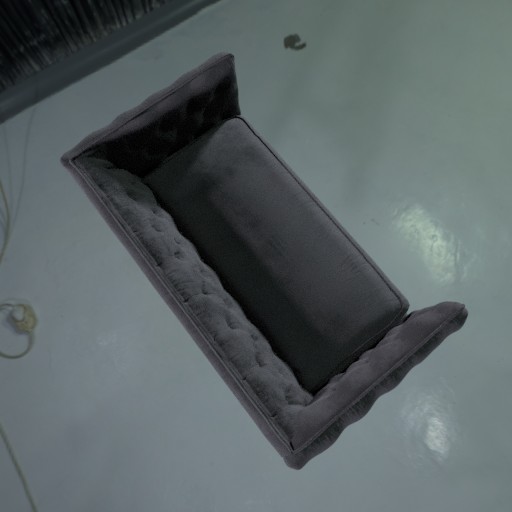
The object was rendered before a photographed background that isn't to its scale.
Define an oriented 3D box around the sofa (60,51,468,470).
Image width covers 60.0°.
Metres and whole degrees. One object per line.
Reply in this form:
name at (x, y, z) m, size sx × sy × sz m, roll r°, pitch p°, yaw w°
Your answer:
sofa at (0.000, 0.000, 2.116) m, size 0.909 × 0.810 × 1.583 m, roll -37°, pitch 78°, yaw -10°
